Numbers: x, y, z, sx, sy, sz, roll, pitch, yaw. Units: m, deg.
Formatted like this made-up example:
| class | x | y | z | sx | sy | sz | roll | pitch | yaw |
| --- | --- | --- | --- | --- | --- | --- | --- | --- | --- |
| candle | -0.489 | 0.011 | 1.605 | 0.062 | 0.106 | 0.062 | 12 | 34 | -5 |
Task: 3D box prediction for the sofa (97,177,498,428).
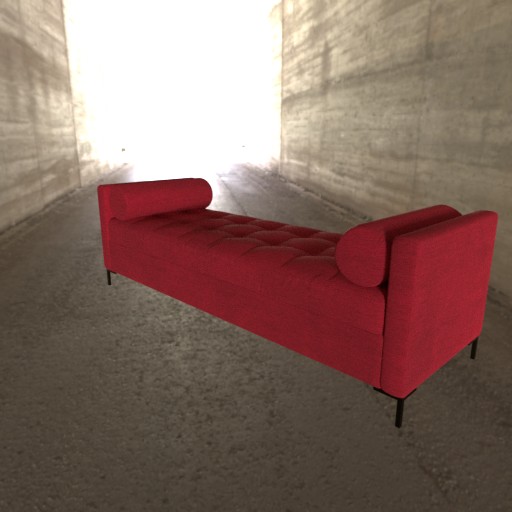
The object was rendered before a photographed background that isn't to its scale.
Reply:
| class | x | y | z | sx | sy | sz | roll | pitch | yaw |
| --- | --- | --- | --- | --- | --- | --- | --- | --- | --- |
| sofa | 0.000 | 0.000 | 2.231 | 0.686 | 0.635 | 1.981 | -15 | 21 | -43 |
